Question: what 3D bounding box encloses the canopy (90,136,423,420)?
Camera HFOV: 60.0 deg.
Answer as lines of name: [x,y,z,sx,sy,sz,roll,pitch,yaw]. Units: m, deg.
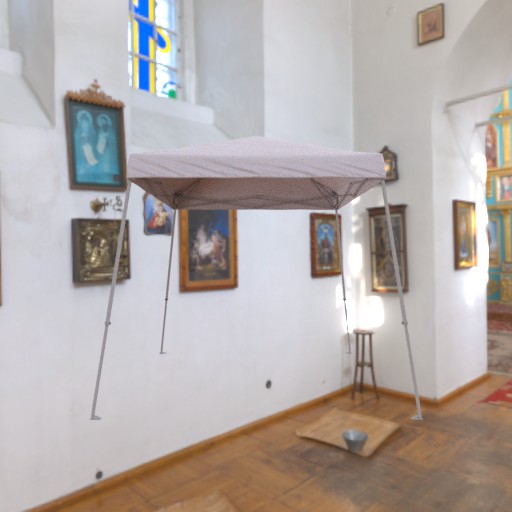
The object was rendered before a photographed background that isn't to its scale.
canopy: [0.000,0.000,5.239,2.850,2.850,2.849,0,-1,0]
